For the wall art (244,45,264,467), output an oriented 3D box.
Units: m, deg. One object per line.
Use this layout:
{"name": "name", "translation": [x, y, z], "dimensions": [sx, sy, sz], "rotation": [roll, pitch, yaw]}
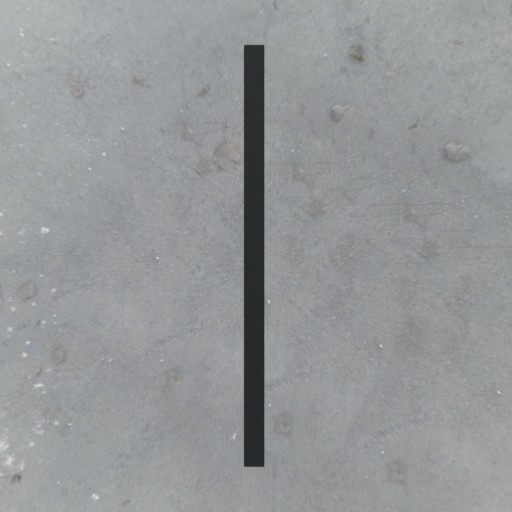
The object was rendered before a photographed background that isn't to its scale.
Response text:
{"name": "wall art", "translation": [0.000, 0.000, 0.706], "dimensions": [0.021, 0.508, 0.432], "rotation": [0, 90, 0]}
